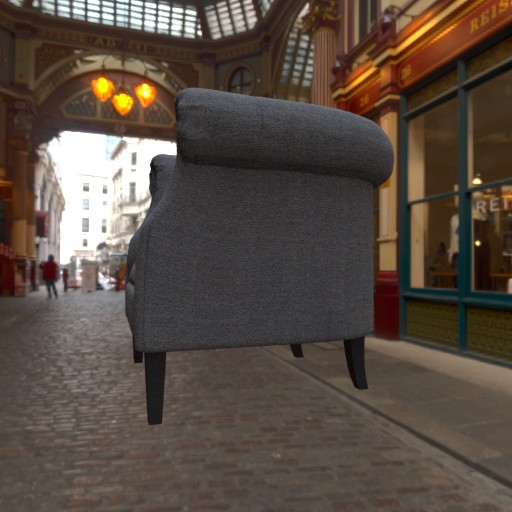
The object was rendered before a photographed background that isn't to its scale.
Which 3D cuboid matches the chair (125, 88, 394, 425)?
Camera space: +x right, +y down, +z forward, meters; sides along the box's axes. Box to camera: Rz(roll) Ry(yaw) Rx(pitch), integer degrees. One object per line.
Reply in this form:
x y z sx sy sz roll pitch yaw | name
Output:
0.000 0.000 1.530 0.852 0.827 0.905 0 -1 -18 | chair
